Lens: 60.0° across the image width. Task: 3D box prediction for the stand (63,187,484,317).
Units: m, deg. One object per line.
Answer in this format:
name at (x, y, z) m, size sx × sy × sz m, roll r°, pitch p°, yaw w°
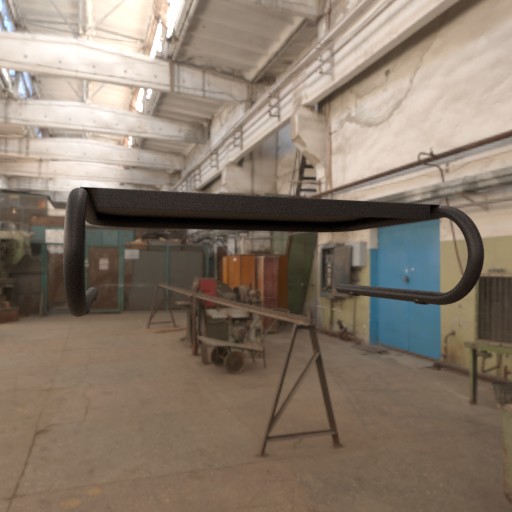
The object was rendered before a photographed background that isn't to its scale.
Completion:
stand at (0.000, 0.000, 0.495) m, size 0.370 × 0.108 × 0.280 m, roll 0°, pitch -1°, yaw -18°
